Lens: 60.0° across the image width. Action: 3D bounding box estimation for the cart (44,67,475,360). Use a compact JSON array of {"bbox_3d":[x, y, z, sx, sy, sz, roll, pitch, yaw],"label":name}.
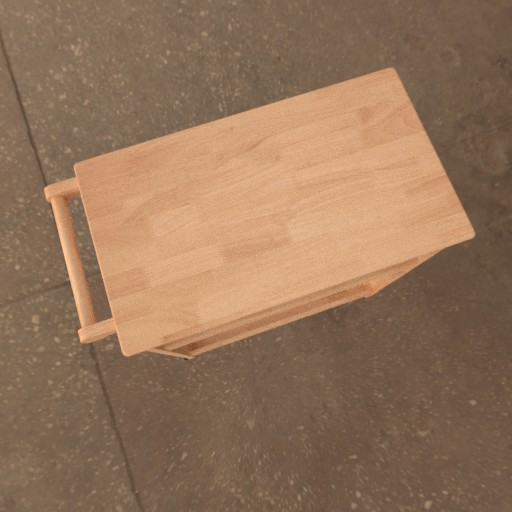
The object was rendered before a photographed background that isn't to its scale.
[{"bbox_3d":[0.000,0.000,1.355,0.853,0.879,0.432,-18,76,-5],"label":"cart"}]
